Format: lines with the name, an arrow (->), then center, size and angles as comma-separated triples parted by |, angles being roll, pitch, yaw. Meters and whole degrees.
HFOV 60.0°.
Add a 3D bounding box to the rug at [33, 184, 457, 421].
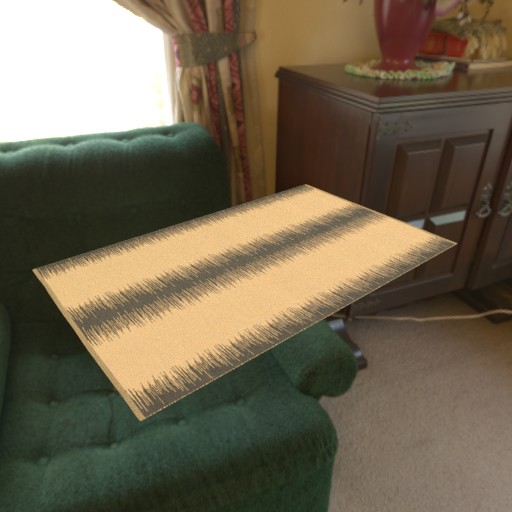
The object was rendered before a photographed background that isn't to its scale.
rug -> 0.000, 0.000, 2.983 | 2.453, 0.003, 1.519 | -22, 36, -33
